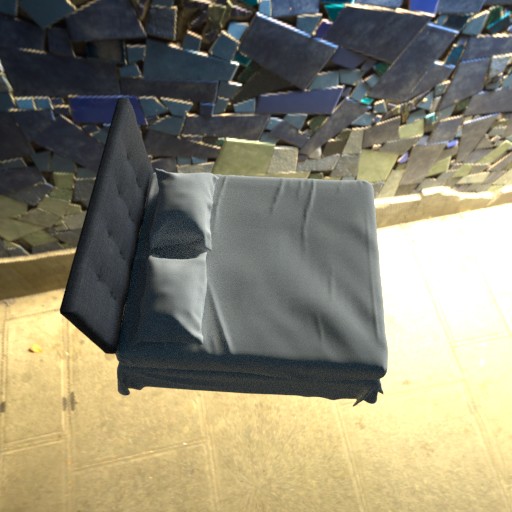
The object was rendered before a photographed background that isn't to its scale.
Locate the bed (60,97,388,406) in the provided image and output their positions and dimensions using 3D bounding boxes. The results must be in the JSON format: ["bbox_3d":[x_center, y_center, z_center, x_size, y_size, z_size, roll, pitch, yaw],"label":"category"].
[{"bbox_3d":[0.000,0.000,3.429,2.222,1.577,1.936,3,63,1],"label":"bed"}]
